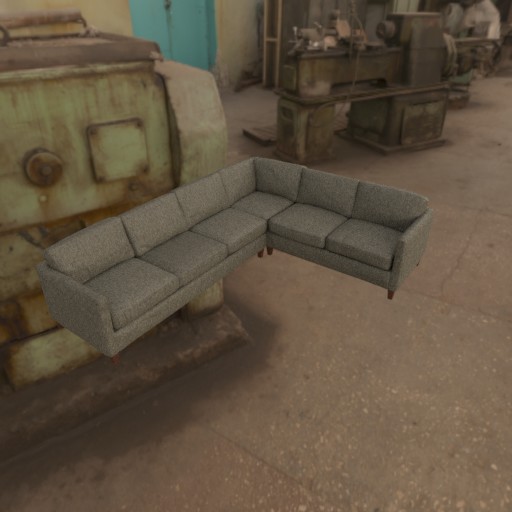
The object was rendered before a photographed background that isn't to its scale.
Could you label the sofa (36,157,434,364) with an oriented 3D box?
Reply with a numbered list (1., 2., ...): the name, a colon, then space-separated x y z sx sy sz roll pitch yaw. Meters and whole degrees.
1. sofa: 0.000 0.000 4.557 2.593 0.947 3.302 21 37 30
